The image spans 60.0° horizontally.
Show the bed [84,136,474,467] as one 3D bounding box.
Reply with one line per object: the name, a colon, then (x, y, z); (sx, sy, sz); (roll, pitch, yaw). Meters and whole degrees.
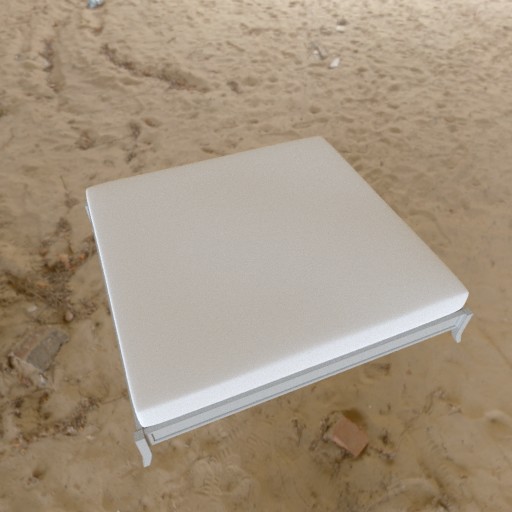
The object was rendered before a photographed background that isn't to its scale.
bed: (0.000, 0.000, 3.109); (2.108, 0.510, 2.007); (-16, 49, -15)
